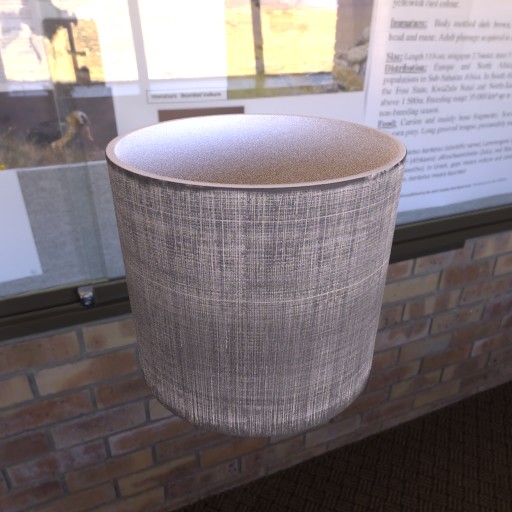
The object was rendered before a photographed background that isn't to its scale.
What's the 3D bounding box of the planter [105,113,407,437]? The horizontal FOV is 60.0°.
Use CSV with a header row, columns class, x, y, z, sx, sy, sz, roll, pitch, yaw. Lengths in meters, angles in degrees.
class,x,y,z,sx,sy,sz,roll,pitch,yaw
planter,0.000,0.000,0.385,0.221,0.201,0.221,0,28,0
